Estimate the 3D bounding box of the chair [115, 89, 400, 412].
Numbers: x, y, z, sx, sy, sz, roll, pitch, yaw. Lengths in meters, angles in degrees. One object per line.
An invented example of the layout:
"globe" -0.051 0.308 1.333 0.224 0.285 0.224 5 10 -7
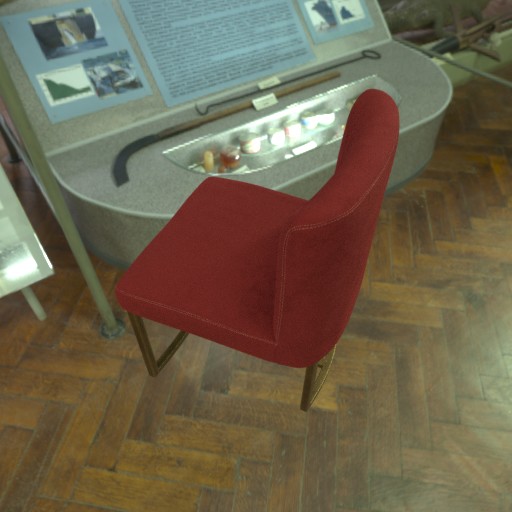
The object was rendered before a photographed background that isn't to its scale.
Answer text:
"chair" 0.000 0.000 1.178 0.560 0.824 0.530 17 49 16
